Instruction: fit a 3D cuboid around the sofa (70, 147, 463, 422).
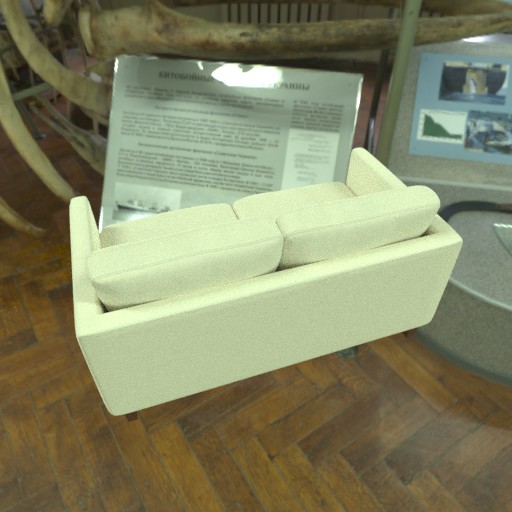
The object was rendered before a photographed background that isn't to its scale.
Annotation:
[{"bbox_3d":[0.000,0.000,2.277,1.702,0.888,0.964,-13,43,-14],"label":"sofa"}]
